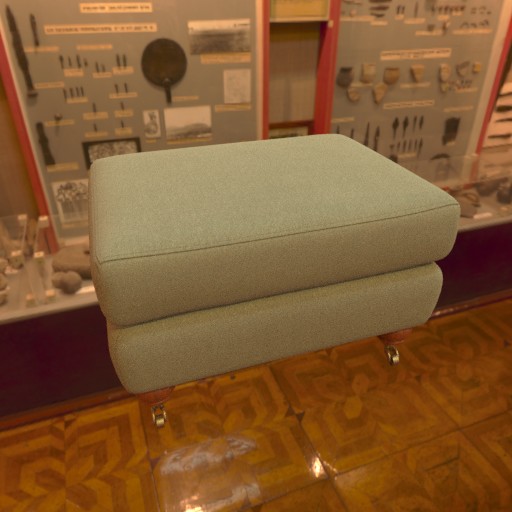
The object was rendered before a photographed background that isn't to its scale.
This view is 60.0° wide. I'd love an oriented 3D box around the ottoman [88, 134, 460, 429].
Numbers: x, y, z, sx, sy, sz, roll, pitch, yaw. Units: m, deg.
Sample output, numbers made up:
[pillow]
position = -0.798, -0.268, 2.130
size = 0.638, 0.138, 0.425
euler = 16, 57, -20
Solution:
[ottoman]
position = 0.000, 0.000, 1.154
size = 0.773, 0.499, 0.569
euler = -10, 33, -16
